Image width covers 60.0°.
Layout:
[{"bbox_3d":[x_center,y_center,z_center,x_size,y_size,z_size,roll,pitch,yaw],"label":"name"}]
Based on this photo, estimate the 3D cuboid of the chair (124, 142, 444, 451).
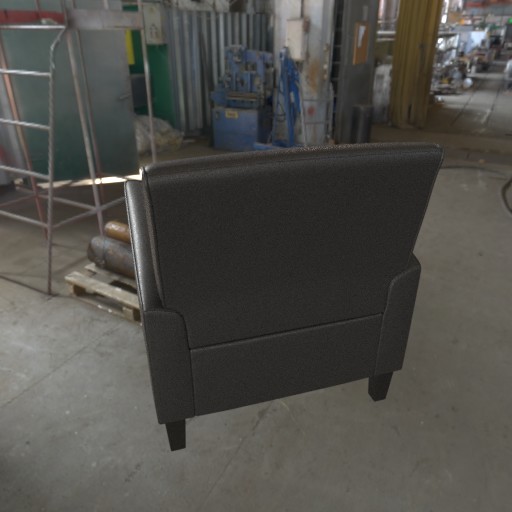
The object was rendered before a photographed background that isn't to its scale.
[{"bbox_3d":[0.000,0.000,1.539,0.820,0.916,0.819,-8,28,-15],"label":"chair"}]
